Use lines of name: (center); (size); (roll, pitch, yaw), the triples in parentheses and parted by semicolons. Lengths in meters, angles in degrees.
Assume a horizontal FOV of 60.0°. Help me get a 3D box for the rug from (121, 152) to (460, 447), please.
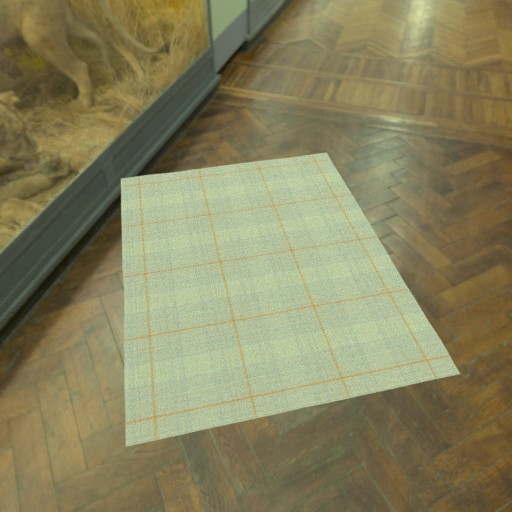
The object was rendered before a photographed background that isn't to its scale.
rug: (0.000, 0.000, 4.146); (2.448, 0.021, 3.051); (-9, 46, -9)
